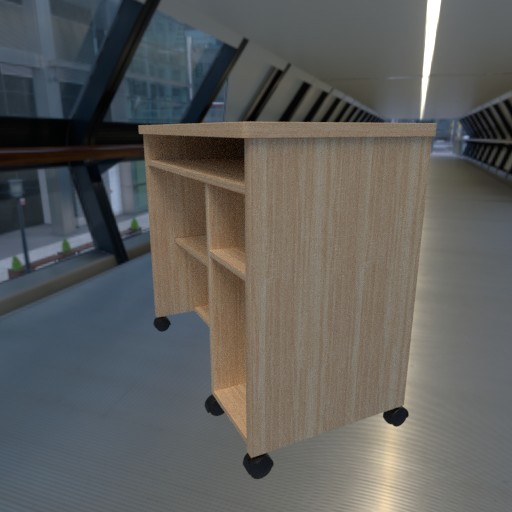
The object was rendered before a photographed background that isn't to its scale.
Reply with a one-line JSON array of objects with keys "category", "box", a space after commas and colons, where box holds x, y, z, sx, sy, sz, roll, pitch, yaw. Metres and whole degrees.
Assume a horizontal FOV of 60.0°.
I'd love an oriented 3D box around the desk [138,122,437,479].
[{"category": "desk", "box": [0.000, 0.000, 1.356, 0.480, 0.770, 0.884, -8, 18, -25]}]
